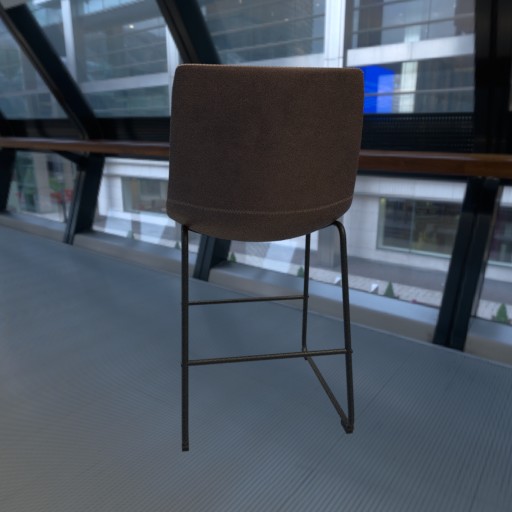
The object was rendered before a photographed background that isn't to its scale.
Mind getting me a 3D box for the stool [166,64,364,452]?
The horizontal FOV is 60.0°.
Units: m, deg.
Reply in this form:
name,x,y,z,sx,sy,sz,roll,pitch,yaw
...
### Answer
name,x,y,z,sx,sy,sz,roll,pitch,yaw
stool,0.000,0.000,1.208,0.460,0.890,0.550,-2,15,-9
